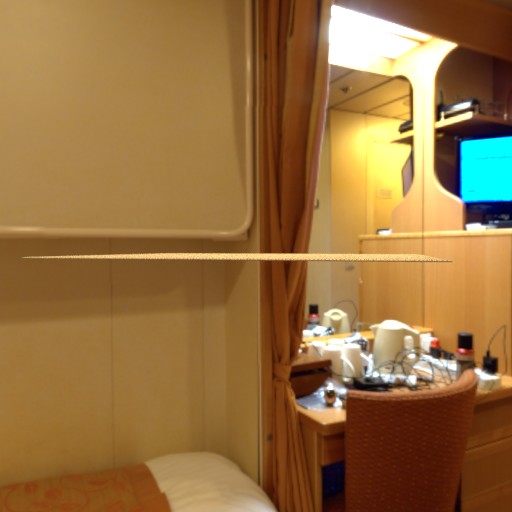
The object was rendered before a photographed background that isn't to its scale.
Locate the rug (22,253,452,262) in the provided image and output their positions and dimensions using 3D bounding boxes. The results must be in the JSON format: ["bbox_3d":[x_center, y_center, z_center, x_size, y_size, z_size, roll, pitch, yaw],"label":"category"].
[{"bbox_3d":[0.000,0.000,4.117,3.034,0.012,2.406,0,1,16],"label":"rug"}]
